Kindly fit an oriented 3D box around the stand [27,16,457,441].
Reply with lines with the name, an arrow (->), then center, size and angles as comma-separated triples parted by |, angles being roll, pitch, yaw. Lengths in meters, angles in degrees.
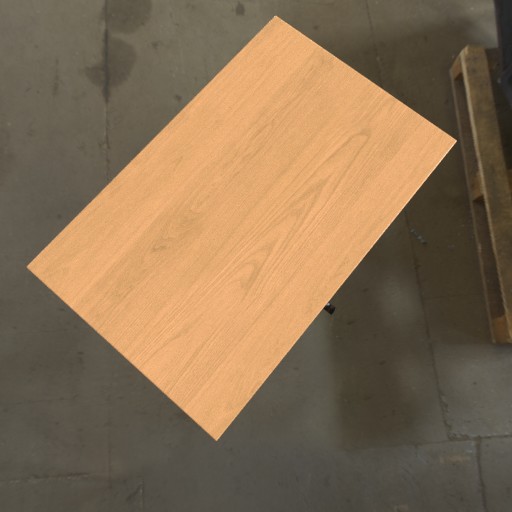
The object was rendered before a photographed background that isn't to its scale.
stand -> 0.000, 0.000, 0.968 | 0.400, 0.600, 0.630 | 39, 79, 9
